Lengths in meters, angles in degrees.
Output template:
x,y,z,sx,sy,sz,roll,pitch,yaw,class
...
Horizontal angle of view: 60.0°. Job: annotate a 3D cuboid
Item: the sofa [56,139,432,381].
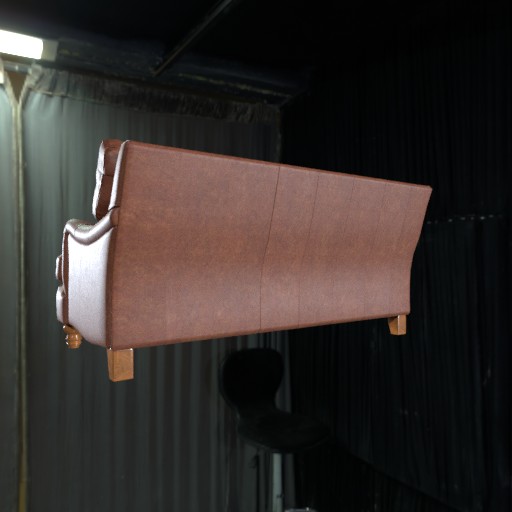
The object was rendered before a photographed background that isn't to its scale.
x,y,z,sx,sy,sz,roll,pitch,yaw,class
0.000,0.000,2.768,2.144,1.071,1.147,0,0,-35,sofa
